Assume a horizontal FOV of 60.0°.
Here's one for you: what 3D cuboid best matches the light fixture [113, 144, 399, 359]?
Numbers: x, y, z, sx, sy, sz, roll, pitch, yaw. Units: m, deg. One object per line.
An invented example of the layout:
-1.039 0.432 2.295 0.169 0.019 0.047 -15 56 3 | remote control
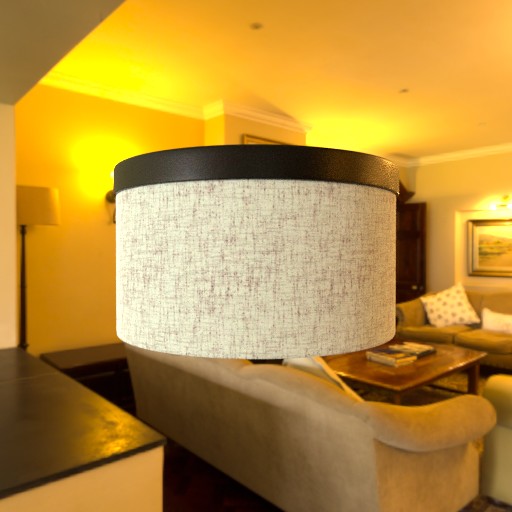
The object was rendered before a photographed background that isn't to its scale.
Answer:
0.000 0.000 0.635 0.389 0.229 0.389 0 1 0 | light fixture
